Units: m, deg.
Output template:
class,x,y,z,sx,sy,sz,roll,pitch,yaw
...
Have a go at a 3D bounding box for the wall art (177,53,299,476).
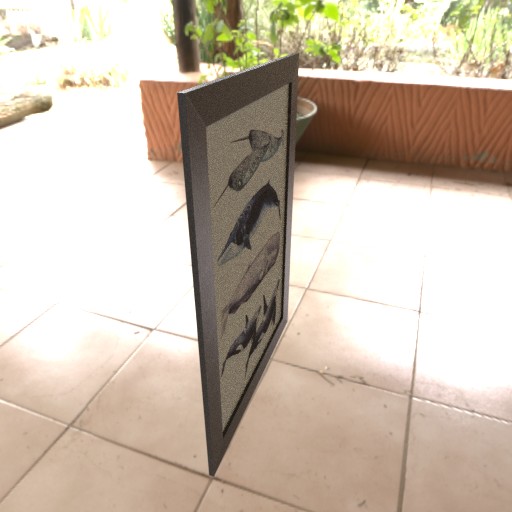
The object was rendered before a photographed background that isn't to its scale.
class,x,y,z,sx,sy,sz,roll,pitch,yaw
wall art,0.000,0.000,1.414,0.016,1.116,0.810,10,31,17
